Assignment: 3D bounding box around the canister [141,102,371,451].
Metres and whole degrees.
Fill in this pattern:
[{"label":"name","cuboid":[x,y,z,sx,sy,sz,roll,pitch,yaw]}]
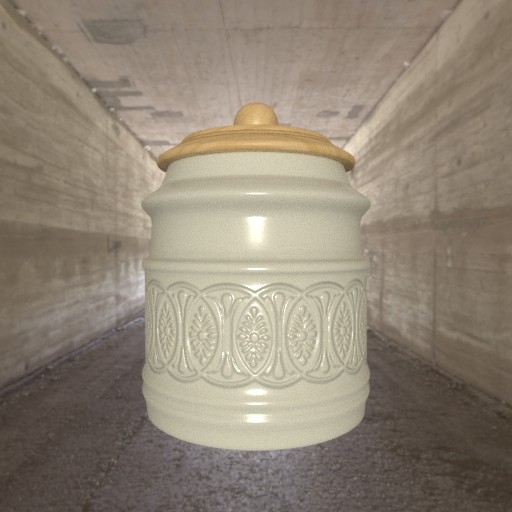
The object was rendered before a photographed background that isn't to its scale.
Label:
[{"label":"canister","cuboid":[0.000,0.000,0.259,0.130,0.176,0.130,0,1,0]}]
